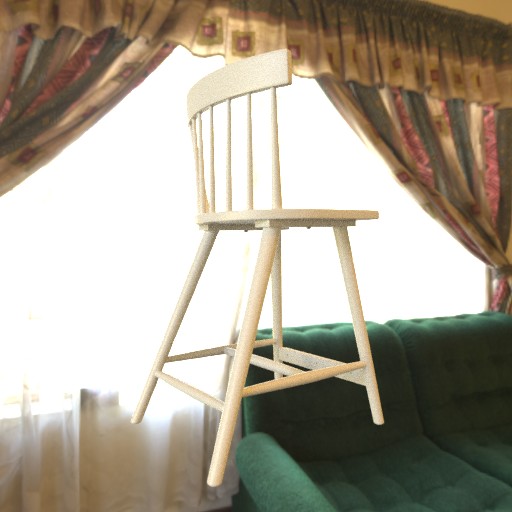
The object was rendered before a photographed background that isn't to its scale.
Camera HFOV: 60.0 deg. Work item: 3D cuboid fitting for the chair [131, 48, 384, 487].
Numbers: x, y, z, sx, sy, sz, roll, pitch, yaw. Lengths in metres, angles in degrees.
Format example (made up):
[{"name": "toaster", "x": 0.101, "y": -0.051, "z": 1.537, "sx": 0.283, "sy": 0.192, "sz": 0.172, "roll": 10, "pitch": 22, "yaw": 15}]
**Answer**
[{"name": "chair", "x": 0.000, "y": 0.000, "z": 1.255, "sx": 0.572, "sy": 0.952, "sz": 0.483, "roll": -1, "pitch": 1, "yaw": -38}]
